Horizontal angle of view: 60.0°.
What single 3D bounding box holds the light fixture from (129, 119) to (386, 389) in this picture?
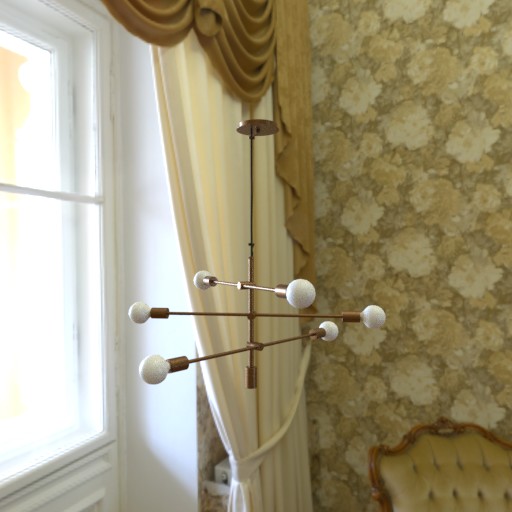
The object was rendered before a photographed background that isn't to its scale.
[{"bbox_3d":[0.000,0.000,1.254,0.682,0.744,0.637,0,0,-18],"label":"light fixture"}]
